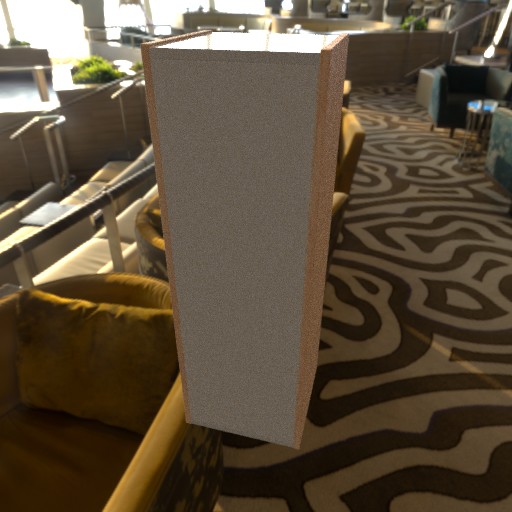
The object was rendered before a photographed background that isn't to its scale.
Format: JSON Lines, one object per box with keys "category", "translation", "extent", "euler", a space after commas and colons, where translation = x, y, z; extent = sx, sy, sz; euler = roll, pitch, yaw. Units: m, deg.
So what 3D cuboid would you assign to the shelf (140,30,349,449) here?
{"category": "shelf", "translation": [0.000, 0.000, 1.016], "extent": [0.300, 0.900, 0.290], "euler": [8, 32, 13]}
